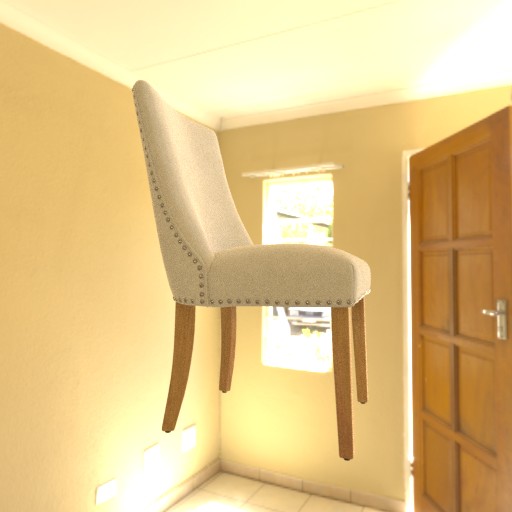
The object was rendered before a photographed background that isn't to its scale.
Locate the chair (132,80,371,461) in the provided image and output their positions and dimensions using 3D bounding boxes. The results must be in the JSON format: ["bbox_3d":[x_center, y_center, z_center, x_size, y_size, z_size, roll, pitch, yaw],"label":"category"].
[{"bbox_3d":[0.000,0.000,1.263,0.610,0.902,0.495,-1,-2,18],"label":"chair"}]
